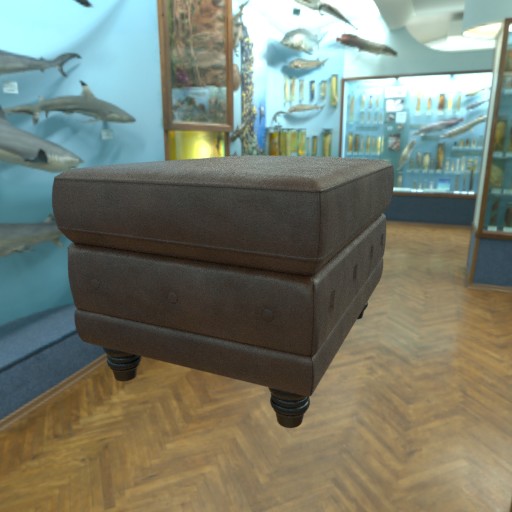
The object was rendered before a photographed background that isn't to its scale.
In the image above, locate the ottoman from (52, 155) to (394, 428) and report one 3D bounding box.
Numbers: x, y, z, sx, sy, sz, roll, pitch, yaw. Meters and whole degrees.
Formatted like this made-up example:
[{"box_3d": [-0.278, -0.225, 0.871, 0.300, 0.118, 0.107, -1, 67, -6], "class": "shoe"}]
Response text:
[{"box_3d": [0.000, 0.000, 1.189, 0.588, 0.509, 0.795, 7, 16, 24], "class": "ottoman"}]
